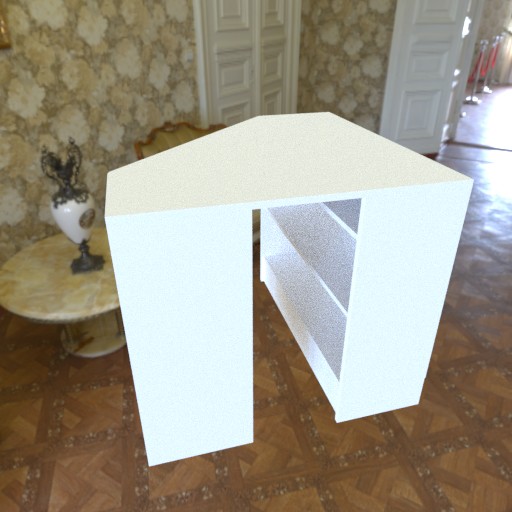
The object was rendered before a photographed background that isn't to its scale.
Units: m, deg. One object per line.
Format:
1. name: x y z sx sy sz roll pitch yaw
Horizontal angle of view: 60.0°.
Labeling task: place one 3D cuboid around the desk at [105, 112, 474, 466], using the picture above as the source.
1. desk: 0.000 0.000 1.646 0.926 0.818 0.940 -7 30 -13
